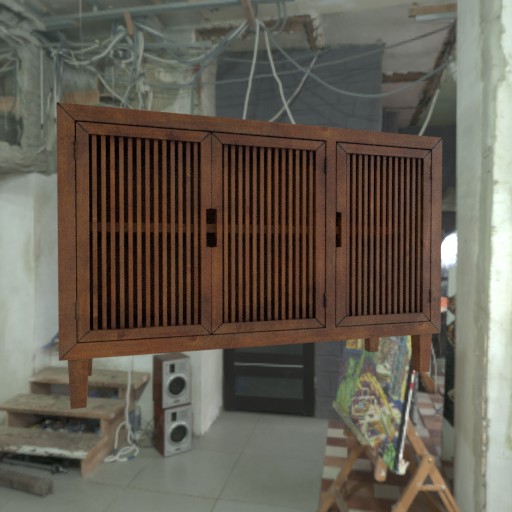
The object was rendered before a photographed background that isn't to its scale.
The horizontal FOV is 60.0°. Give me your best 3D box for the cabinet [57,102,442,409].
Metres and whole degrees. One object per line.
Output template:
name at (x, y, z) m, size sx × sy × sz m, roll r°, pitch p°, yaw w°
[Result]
cabinet at (0.000, 0.000, 1.519) m, size 1.204 × 0.805 × 0.403 m, roll 0°, pitch 1°, yaw -18°
